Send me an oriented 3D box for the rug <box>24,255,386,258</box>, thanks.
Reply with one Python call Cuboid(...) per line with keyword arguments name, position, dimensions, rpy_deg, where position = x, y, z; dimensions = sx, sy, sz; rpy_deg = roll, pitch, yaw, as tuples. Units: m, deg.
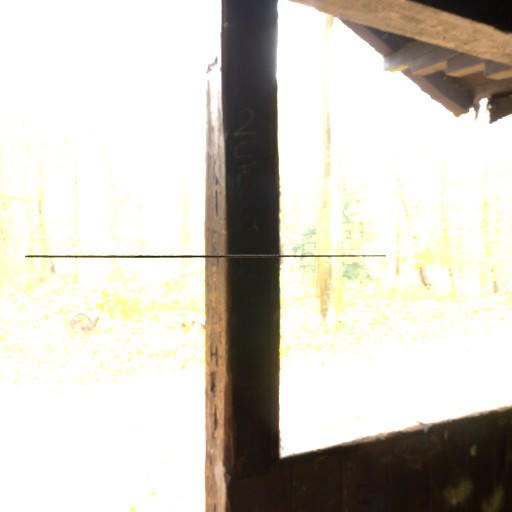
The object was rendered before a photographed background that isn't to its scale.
Cuboid(name="rug", position=(0.000, 0.000, 2.725), dimensions=(0.769, 0.012, 2.448), rpy_deg=(0, 0, 36))
